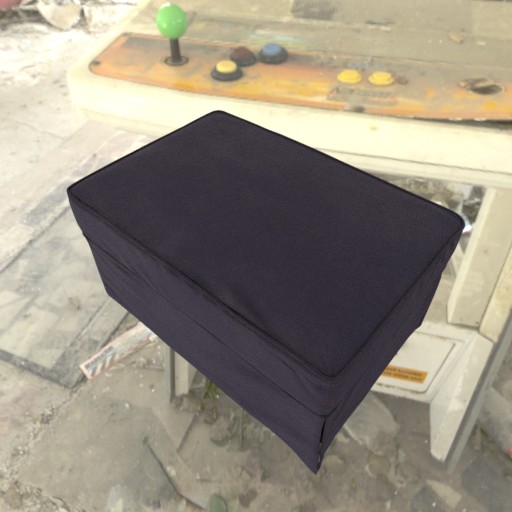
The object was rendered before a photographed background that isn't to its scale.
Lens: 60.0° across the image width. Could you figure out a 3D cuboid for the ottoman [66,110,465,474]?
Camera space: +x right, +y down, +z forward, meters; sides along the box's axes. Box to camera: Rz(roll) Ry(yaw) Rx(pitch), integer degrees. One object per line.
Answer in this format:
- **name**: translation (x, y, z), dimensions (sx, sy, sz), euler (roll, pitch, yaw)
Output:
- **ottoman**: translation (0.000, 0.000, 1.322), dimensions (0.938, 0.503, 0.637), euler (32, 53, 27)
